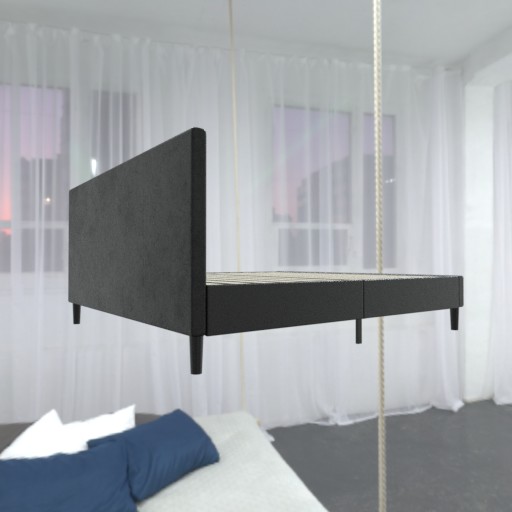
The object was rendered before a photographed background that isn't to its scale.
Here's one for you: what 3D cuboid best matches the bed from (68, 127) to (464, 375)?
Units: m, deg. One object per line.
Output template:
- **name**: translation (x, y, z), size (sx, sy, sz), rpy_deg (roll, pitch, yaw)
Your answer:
- **bed**: translation (0.000, 0.000, 3.287), size (2.152, 1.046, 2.018), rpy_deg (1, -1, -36)
